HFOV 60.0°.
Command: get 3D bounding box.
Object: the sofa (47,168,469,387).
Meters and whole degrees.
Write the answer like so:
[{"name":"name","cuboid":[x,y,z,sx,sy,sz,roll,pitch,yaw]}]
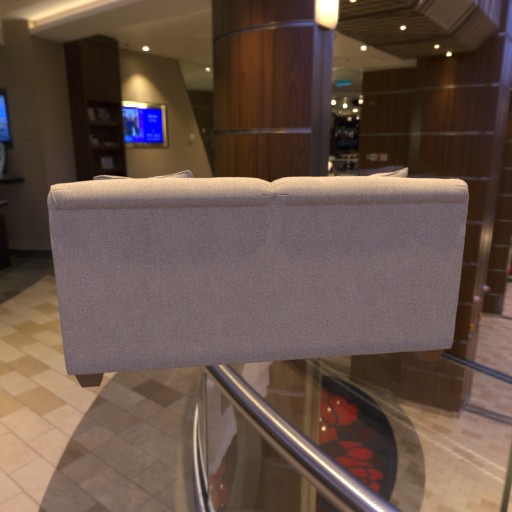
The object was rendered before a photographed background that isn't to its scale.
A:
[{"name":"sofa","cuboid":[0.000,0.000,2.440,1.846,0.958,0.998,-2,14,-8]}]
